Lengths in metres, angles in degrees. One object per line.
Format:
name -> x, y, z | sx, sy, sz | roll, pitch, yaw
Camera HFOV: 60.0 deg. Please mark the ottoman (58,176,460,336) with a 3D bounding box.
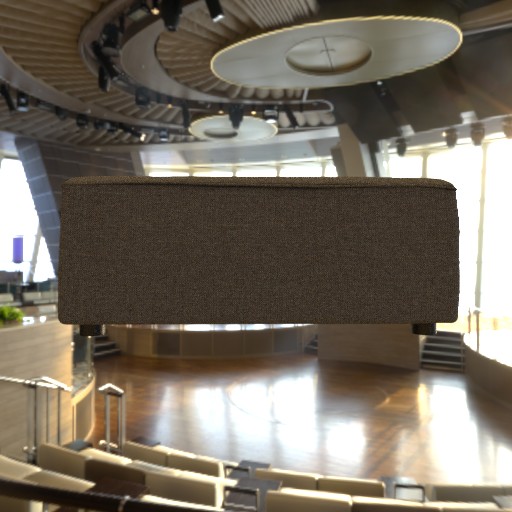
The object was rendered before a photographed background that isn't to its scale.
ottoman -> 0.000, 0.000, 1.590 | 1.023, 0.423, 1.017 | 0, -1, -1
